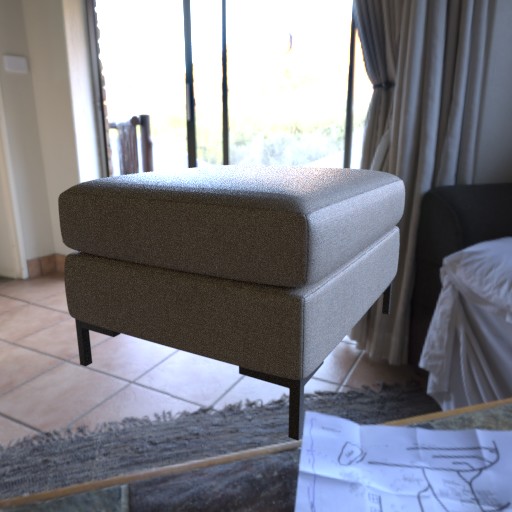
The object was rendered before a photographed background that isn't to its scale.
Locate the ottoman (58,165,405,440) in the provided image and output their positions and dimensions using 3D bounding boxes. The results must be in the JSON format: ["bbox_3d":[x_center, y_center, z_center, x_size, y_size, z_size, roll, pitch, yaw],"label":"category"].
[{"bbox_3d":[0.000,0.000,1.267,0.671,0.490,0.820,8,17,28],"label":"ottoman"}]
